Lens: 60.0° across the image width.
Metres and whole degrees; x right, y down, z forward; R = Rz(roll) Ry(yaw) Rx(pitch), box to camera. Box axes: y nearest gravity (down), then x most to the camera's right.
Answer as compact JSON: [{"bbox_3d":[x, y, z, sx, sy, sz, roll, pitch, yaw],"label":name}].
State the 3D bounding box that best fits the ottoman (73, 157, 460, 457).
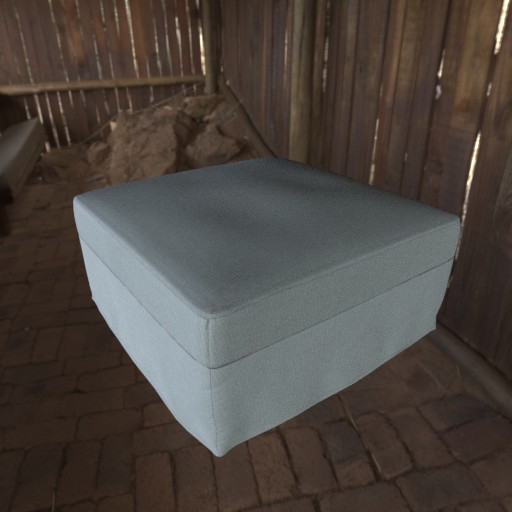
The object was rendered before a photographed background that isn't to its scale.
[{"bbox_3d":[0.000,0.000,1.363,0.843,0.441,0.842,-18,32,-32],"label":"ottoman"}]
